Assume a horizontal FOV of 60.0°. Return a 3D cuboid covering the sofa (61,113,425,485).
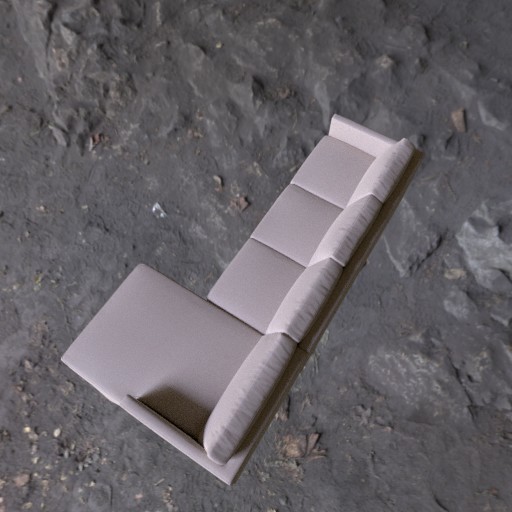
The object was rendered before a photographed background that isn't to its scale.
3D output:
[{"bbox_3d":[0.000,0.000,3.814,1.622,0.871,3.206,30,67,14],"label":"sofa"}]
